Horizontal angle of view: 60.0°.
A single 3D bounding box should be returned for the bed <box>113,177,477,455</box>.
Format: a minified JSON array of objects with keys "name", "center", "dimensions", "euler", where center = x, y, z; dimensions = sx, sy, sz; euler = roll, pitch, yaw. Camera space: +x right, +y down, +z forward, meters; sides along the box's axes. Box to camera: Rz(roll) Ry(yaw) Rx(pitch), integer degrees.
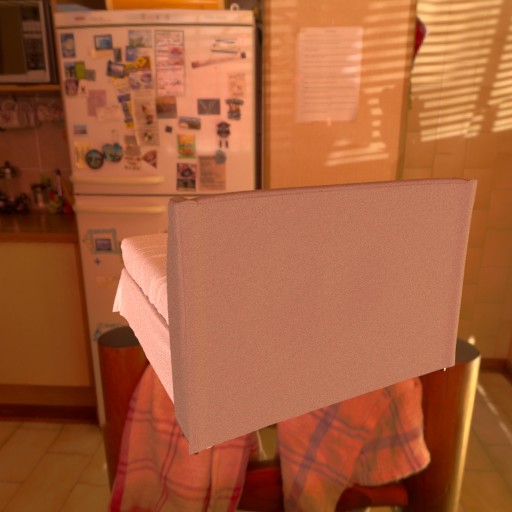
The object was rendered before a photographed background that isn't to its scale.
[{"name":"bed","center":[0.000,0.000,3.421],"dimensions":[1.925,1.332,2.276],"euler":[-8,18,-26]}]
